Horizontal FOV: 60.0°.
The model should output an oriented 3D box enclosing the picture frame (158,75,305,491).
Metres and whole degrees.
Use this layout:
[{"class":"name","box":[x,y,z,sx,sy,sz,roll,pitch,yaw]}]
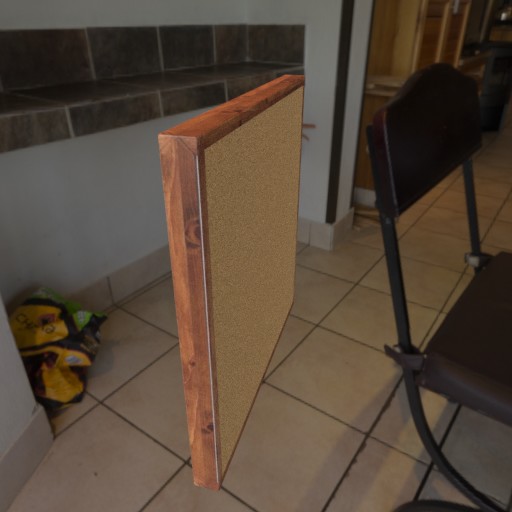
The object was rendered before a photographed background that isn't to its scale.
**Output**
[{"class":"picture frame","box":[0.000,0.000,0.515,0.028,0.356,0.352,8,29,15]}]
